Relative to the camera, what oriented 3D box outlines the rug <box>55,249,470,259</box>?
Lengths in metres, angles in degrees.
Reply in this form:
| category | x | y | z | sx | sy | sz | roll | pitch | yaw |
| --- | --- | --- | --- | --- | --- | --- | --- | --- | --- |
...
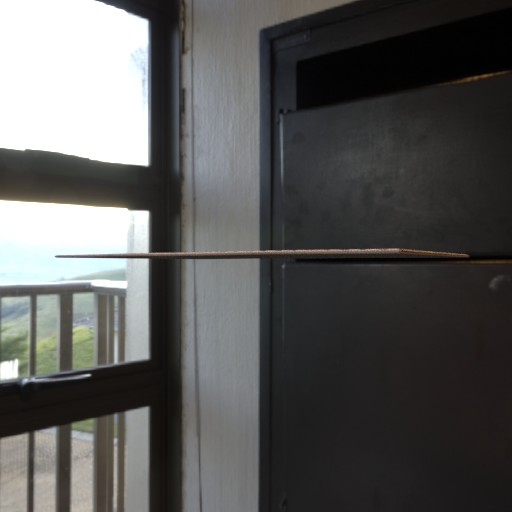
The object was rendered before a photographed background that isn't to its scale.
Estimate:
| category | x | y | z | sx | sy | sz | roll | pitch | yaw |
| --- | --- | --- | --- | --- | --- | --- | --- | --- | --- |
| rug | 0.000 | 0.000 | 3.078 | 2.464 | 0.023 | 1.521 | -1 | -1 | 35 |
